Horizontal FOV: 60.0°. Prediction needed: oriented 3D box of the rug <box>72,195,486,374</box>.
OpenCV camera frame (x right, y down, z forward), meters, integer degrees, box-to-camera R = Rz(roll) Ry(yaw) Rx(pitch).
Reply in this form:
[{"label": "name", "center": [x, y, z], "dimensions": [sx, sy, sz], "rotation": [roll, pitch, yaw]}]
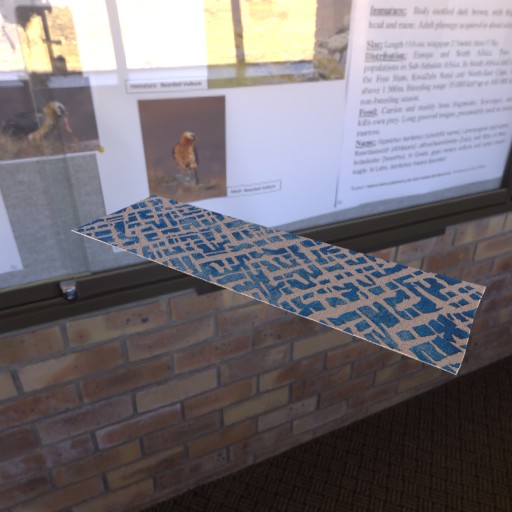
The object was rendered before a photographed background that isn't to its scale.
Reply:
[{"label": "rug", "center": [0.000, 0.000, 2.659], "dimensions": [2.446, 0.011, 0.768], "rotation": [18, 34, 29]}]
